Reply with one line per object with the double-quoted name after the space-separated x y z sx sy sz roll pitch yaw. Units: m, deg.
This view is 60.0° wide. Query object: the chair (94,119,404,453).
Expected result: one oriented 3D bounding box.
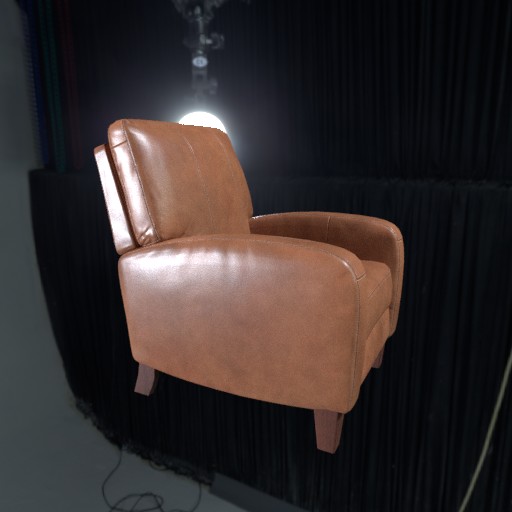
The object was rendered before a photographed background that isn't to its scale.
0.000 0.000 1.685 0.990 0.990 0.762 7 15 27 "chair"
